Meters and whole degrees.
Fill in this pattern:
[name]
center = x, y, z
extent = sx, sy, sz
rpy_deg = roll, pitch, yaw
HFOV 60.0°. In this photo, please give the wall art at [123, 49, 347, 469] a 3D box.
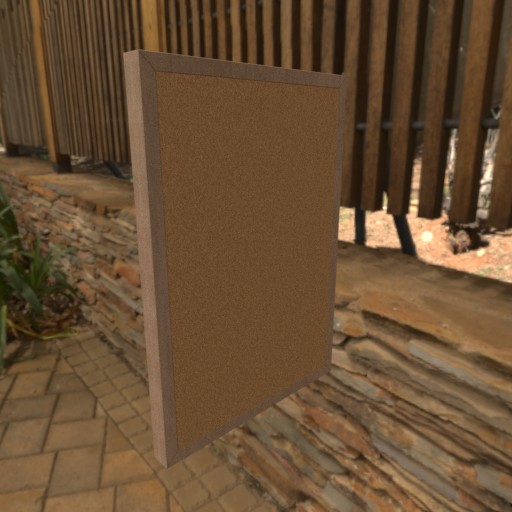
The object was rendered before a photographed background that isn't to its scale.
[wall art]
center = 0.000, 0.000, 0.642
extent = 0.356, 0.509, 0.031
rpy_deg = -15, 22, -42
